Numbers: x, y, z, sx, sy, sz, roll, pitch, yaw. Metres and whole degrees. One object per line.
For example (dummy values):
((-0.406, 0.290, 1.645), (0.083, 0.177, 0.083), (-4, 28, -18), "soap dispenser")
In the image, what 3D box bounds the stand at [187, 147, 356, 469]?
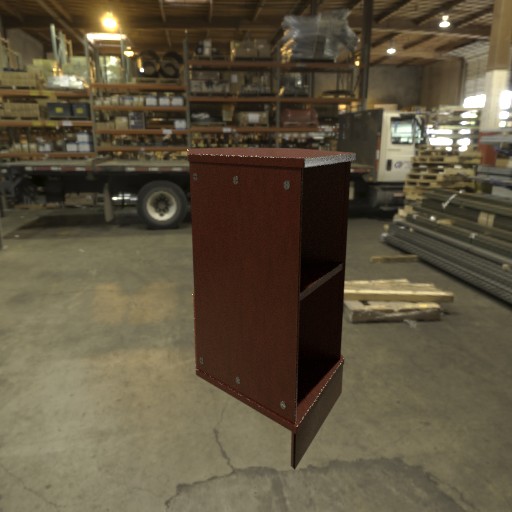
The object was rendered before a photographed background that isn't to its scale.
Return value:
((0.000, 0.000, 1.325), (0.381, 0.614, 1.072), (-2, 15, -8), "stand")
